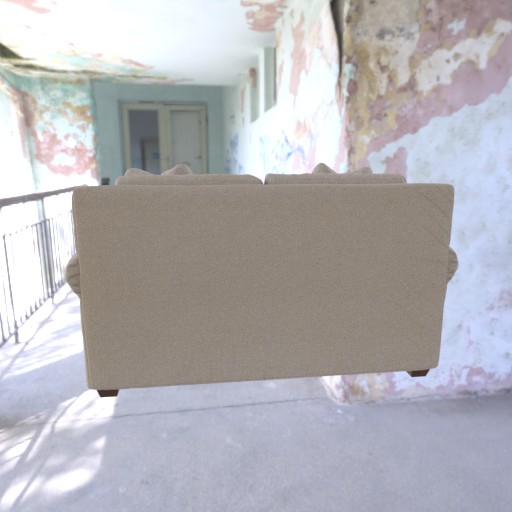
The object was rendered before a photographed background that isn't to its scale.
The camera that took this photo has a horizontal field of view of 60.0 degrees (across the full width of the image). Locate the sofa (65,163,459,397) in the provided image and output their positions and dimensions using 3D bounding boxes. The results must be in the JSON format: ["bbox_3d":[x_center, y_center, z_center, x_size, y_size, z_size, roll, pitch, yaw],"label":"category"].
[{"bbox_3d":[0.000,0.000,2.195,1.550,0.905,1.070,-2,12,-7],"label":"sofa"}]
